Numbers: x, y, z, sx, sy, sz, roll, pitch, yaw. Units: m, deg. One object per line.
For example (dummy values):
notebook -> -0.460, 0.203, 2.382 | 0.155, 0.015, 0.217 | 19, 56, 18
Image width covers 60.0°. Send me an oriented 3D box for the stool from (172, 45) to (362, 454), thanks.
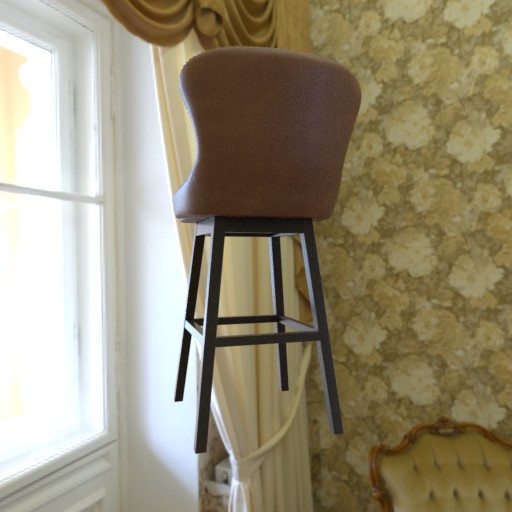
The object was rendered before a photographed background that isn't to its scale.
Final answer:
stool -> 0.000, 0.000, 1.396 | 0.528, 1.050, 0.601 | 0, 0, -18
